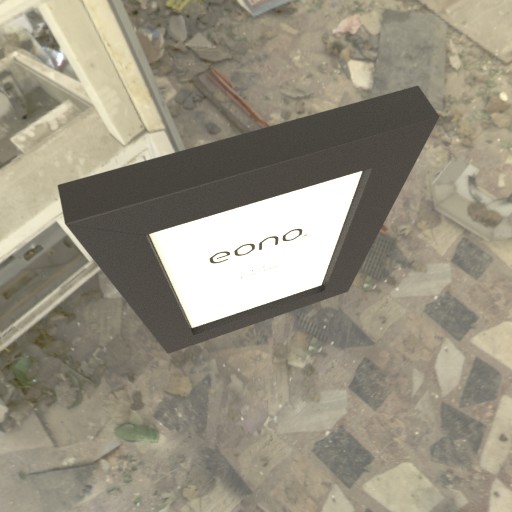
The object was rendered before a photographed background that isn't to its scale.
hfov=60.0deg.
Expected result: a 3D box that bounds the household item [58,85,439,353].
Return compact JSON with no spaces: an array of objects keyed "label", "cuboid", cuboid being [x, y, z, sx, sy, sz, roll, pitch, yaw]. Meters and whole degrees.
[{"label":"household item","cuboid":[0.000,0.000,0.232,0.133,0.178,0.022,-18,66,-8]}]
